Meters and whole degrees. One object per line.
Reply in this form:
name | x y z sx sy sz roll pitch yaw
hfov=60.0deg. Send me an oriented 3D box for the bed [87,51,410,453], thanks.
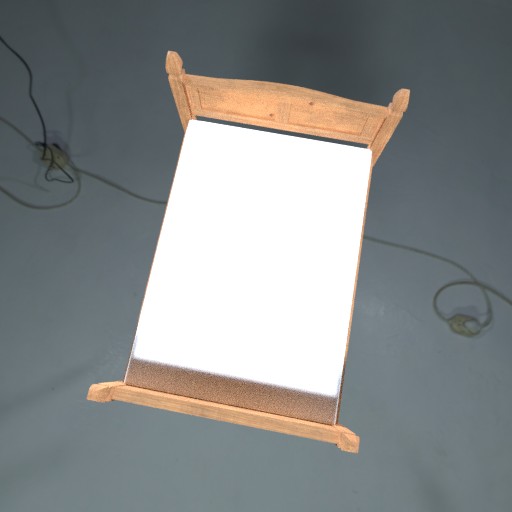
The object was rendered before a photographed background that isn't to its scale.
bed | 0.000 0.000 2.895 1.490 1.100 2.069 10 76 3
